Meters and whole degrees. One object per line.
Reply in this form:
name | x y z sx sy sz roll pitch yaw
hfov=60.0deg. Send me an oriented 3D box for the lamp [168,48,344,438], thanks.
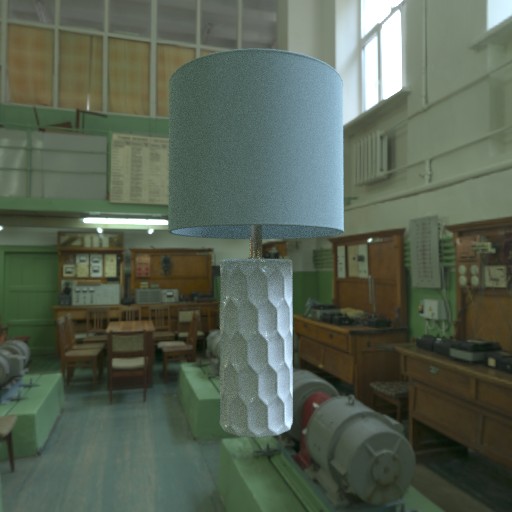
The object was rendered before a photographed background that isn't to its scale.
lamp | 0.000 0.000 0.709 0.277 0.534 0.277 1 -2 -18
